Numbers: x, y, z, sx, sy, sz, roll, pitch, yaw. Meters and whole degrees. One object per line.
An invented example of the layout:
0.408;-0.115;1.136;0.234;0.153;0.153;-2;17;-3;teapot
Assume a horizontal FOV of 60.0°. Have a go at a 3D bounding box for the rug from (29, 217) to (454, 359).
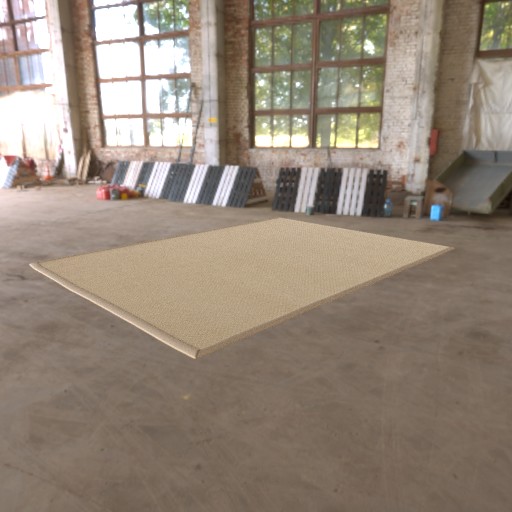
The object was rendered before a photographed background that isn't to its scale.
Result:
0.000;0.000;2.647;2.081;0.020;1.525;-15;21;-43;rug
